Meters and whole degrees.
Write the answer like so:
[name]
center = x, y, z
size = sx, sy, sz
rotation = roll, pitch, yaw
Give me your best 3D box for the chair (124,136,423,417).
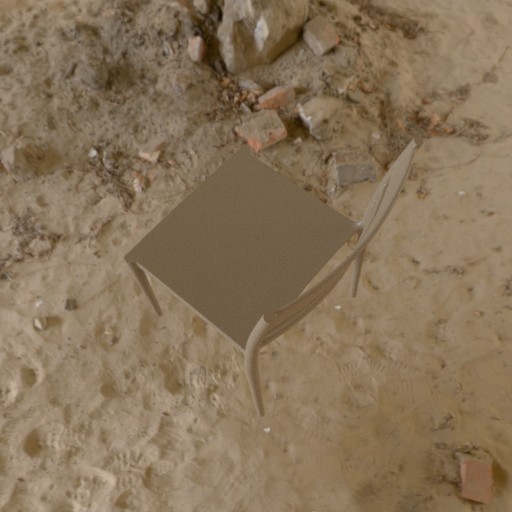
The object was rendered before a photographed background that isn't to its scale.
[chair]
center = 0.000, 0.000, 1.168
size = 0.511, 0.800, 0.531
rotation = 36, 68, 17
